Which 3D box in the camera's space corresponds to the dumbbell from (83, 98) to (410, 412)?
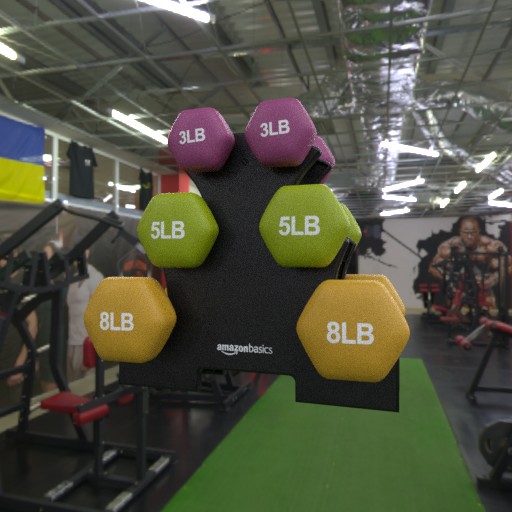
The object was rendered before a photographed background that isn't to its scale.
[{"bbox_3d":[0.000,0.000,0.462,0.300,0.271,0.190,0,-1,18],"label":"dumbbell"}]
